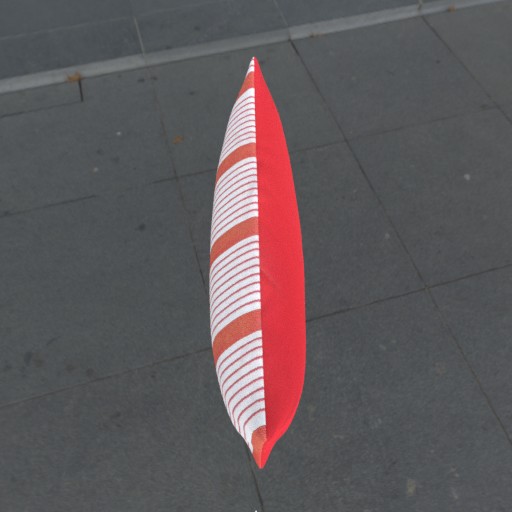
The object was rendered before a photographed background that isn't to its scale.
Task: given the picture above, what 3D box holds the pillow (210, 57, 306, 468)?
[{"bbox_3d":[0.000,0.000,0.726,0.151,0.297,0.608,-1,60,-1],"label":"pillow"}]
